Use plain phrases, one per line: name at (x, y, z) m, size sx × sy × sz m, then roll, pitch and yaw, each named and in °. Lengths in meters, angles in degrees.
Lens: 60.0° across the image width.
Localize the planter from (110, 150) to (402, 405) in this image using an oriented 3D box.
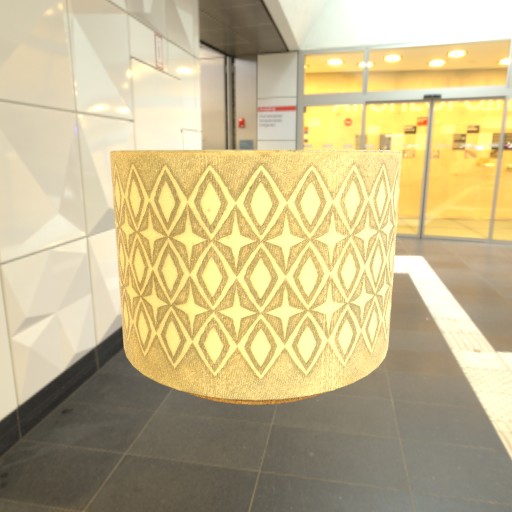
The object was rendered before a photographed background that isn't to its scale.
planter at (0.000, 0.000, 0.313) m, size 0.186 × 0.144 × 0.186 m, roll 0°, pitch 13°, yaw 0°
